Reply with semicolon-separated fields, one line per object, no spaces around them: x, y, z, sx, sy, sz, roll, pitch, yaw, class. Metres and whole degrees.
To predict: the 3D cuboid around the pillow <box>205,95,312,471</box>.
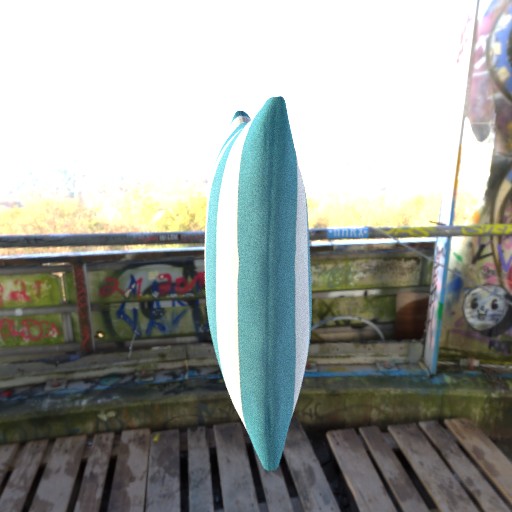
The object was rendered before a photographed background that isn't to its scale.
0.000;0.000;0.814;0.189;0.526;0.536;-2;16;-7;pillow
